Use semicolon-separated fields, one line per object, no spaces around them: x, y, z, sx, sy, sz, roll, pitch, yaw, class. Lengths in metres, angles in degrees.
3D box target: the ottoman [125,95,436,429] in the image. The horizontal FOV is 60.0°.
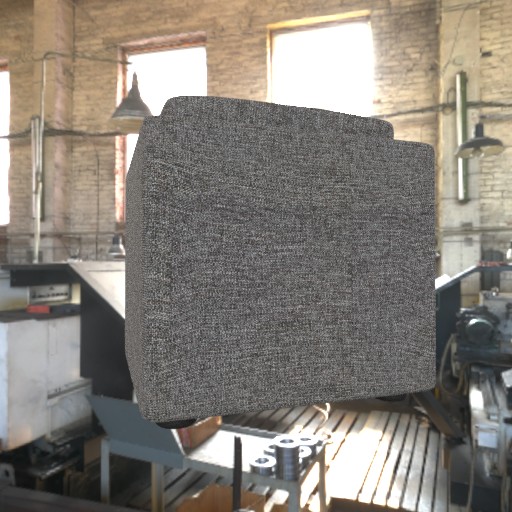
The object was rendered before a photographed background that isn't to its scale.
0.000;0.000;0.825;0.450;0.460;0.450;0;-1;-19;ottoman
